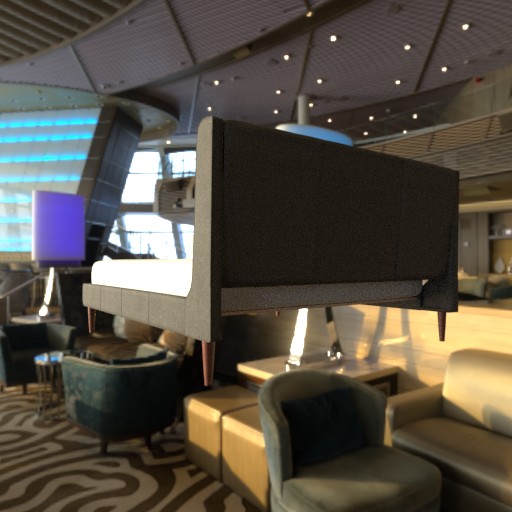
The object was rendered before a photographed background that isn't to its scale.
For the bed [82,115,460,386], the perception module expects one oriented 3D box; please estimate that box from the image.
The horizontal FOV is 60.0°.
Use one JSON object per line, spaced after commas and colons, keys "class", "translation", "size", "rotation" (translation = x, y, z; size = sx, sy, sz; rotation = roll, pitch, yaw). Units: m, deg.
{"class": "bed", "translation": [0.000, 0.000, 2.578], "size": [1.531, 0.933, 1.638], "rotation": [1, -1, -36]}
